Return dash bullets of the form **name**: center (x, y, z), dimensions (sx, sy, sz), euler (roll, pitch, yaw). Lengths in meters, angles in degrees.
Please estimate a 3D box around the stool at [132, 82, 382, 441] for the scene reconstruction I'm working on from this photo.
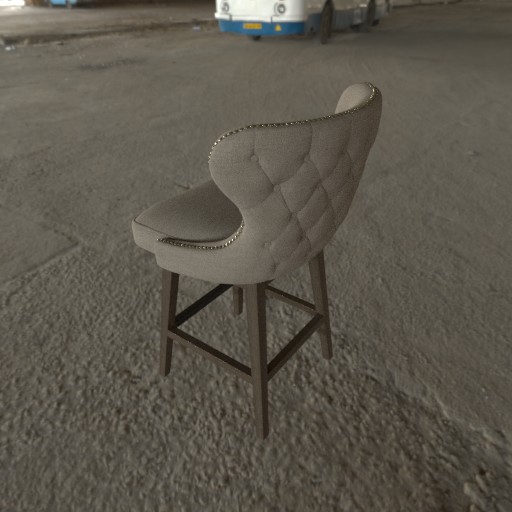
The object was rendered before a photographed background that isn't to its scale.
- **stool**: center (0.000, 0.000, 1.354), dimensions (0.597, 0.972, 0.615), euler (21, 38, 30)
